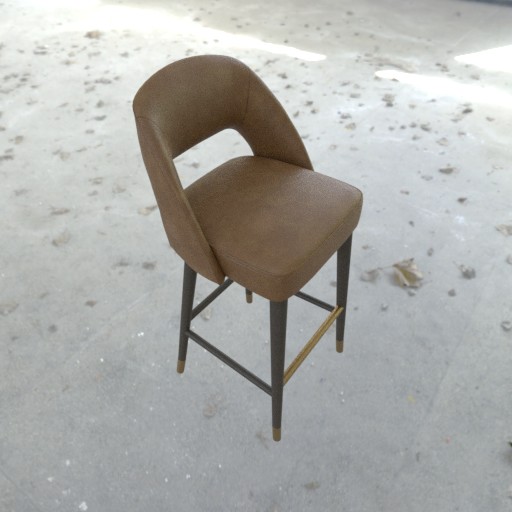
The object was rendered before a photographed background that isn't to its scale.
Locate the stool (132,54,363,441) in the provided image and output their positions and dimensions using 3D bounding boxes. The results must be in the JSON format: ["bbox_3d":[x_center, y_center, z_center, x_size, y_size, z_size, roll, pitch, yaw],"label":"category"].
[{"bbox_3d":[0.000,0.000,1.335,0.509,1.037,0.494,26,48,26],"label":"stool"}]
